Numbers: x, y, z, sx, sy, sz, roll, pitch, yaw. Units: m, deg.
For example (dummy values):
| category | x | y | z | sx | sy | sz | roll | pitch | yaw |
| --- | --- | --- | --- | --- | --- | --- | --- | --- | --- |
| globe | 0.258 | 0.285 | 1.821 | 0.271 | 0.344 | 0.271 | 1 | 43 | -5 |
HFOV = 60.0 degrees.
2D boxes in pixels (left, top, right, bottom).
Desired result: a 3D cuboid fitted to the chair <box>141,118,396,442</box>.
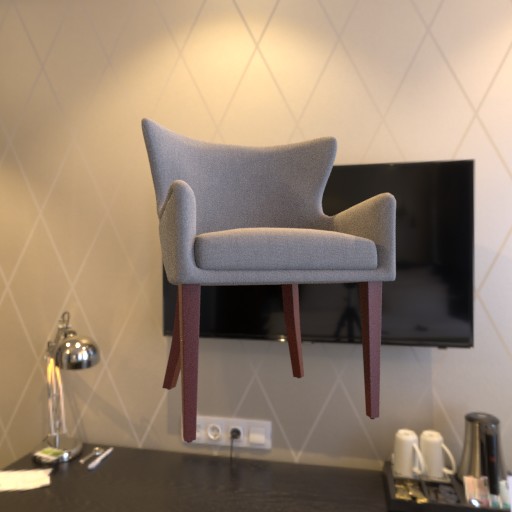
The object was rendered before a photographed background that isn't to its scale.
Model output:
| category | x | y | z | sx | sy | sz | roll | pitch | yaw |
| --- | --- | --- | --- | --- | --- | --- | --- | --- | --- |
| chair | 0.000 | 0.000 | 1.479 | 0.732 | 0.948 | 0.677 | 0 | -1 | -18 |
